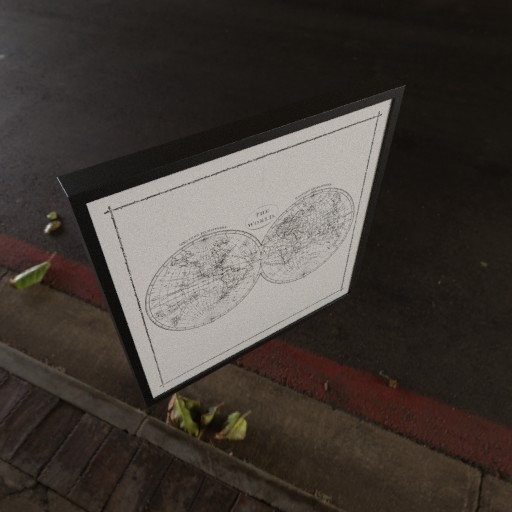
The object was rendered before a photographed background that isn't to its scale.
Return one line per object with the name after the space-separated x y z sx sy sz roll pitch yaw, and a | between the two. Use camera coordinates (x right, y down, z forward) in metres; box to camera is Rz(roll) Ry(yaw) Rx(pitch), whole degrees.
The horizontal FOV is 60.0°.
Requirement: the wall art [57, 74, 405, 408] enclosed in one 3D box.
0.000 0.000 0.490 0.327 0.318 0.029 -24 50 -22 | wall art
